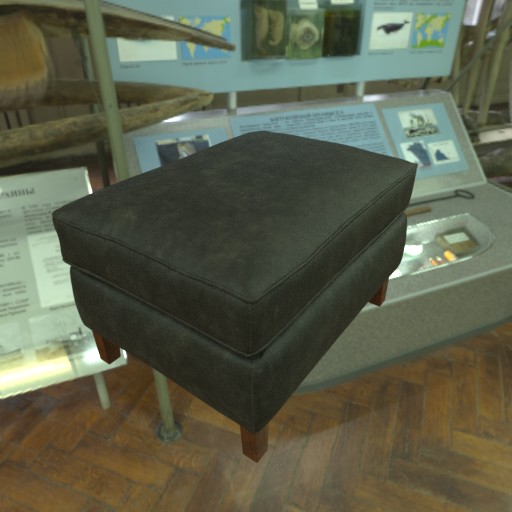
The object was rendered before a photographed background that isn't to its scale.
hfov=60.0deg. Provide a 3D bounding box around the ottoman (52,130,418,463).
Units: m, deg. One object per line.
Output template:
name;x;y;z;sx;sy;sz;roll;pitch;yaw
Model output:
ottoman;0.000;0.000;0.993;0.501;0.413;0.665;21;37;30
